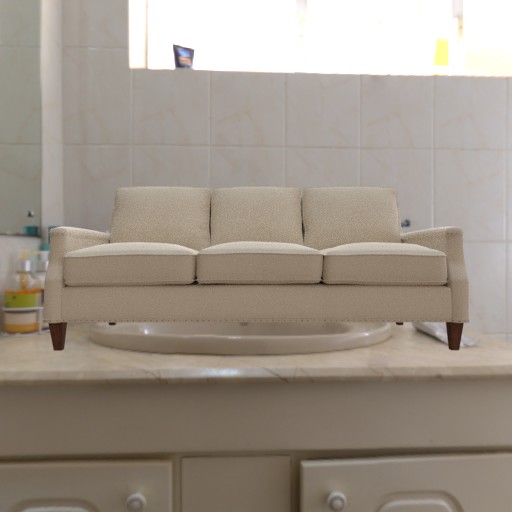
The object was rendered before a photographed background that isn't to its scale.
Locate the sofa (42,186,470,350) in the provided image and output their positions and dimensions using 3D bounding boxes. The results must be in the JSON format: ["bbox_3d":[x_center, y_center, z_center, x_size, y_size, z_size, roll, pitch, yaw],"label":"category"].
[{"bbox_3d":[0.000,0.000,2.833,2.246,1.003,1.084,0,0,0],"label":"sofa"}]
